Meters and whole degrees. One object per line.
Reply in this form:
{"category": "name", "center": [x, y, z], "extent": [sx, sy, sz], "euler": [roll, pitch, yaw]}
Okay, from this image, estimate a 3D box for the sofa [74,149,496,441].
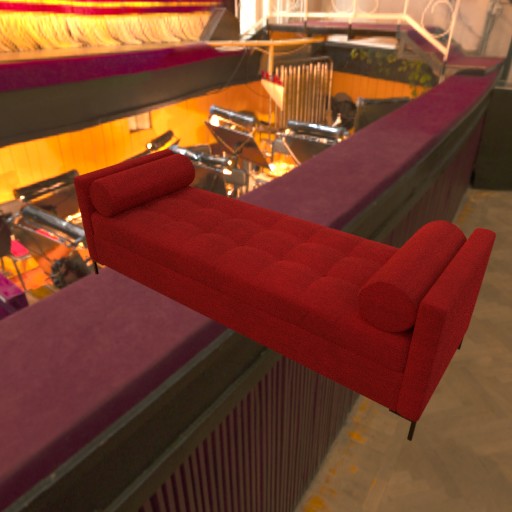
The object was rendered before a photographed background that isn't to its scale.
{"category": "sofa", "center": [0.000, 0.000, 2.255], "extent": [1.981, 0.635, 0.686], "euler": [21, 36, 32]}
